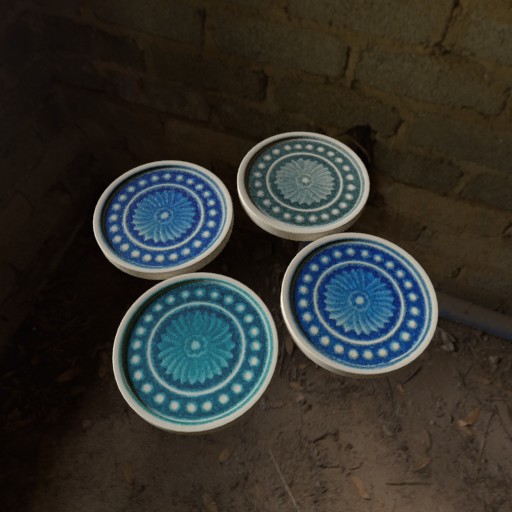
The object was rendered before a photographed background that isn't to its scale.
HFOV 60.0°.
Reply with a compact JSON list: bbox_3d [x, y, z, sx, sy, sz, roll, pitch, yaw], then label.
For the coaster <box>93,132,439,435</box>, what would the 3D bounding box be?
[{"bbox_3d":[0.000,0.000,0.330,0.224,0.010,0.220,-15,60,-9],"label":"coaster"}]
